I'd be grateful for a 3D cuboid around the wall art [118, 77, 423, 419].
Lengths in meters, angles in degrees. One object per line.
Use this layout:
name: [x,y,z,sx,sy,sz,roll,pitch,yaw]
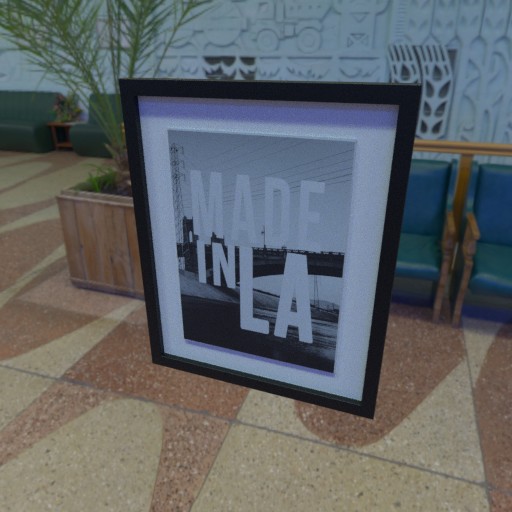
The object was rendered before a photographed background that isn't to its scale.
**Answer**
wall art: [0.000,0.000,0.758,0.457,0.559,0.028,9,26,18]
